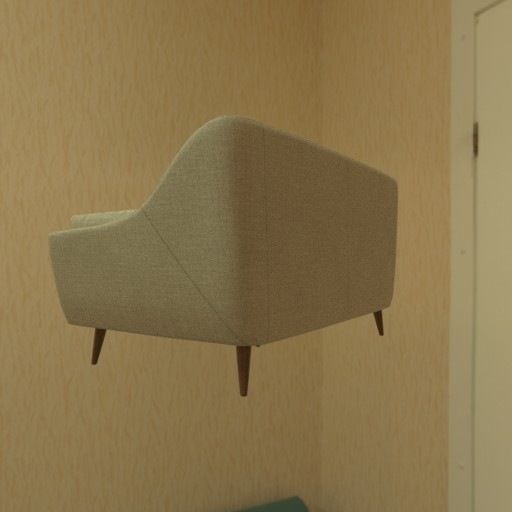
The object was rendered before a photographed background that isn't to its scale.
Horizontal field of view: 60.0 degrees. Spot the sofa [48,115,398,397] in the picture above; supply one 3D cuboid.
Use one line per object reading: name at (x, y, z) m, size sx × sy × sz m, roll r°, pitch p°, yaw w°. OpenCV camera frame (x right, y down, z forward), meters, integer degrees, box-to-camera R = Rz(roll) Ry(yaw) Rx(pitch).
sofa at (0.000, 0.000, 2.177) m, size 0.965 × 0.888 × 1.652 m, roll 0°, pitch 1°, yaw 36°
